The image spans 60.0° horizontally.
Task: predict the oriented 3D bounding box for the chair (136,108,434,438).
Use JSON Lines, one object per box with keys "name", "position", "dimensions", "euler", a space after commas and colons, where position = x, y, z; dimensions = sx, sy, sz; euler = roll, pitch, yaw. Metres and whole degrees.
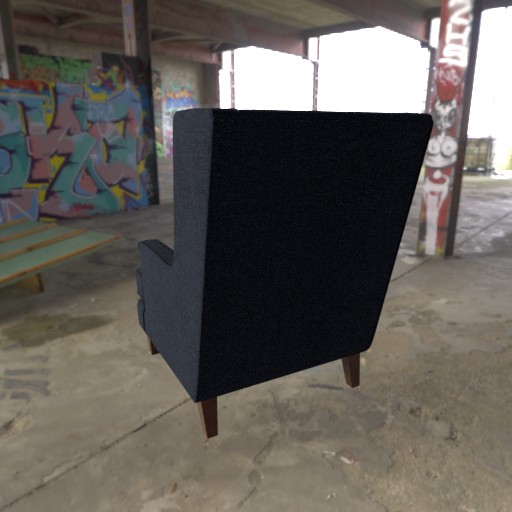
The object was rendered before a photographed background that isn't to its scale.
{"name": "chair", "position": [0.000, 0.000, 1.749], "dimensions": [0.764, 1.072, 0.947], "euler": [-9, 18, -28]}
